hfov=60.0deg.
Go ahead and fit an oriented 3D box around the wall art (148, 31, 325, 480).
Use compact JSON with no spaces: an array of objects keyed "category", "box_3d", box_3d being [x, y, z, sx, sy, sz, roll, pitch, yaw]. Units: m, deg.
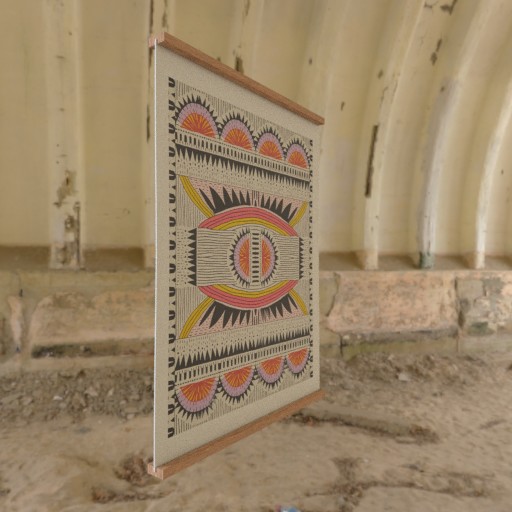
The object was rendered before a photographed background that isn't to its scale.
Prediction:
[{"category":"wall art","box_3d":[0.000,0.000,0.689,0.028,0.527,0.403,-1,-1,37]}]
